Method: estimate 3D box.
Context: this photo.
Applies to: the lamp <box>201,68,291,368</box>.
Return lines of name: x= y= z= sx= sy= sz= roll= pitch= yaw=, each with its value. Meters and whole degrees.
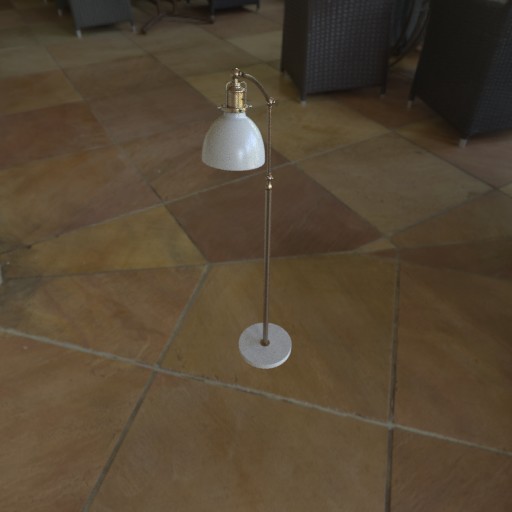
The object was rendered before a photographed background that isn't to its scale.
lamp: x=0.000 y=0.000 z=1.803 sx=0.288 sy=1.586 sz=0.599 roll=12 pitch=43 yaw=14
